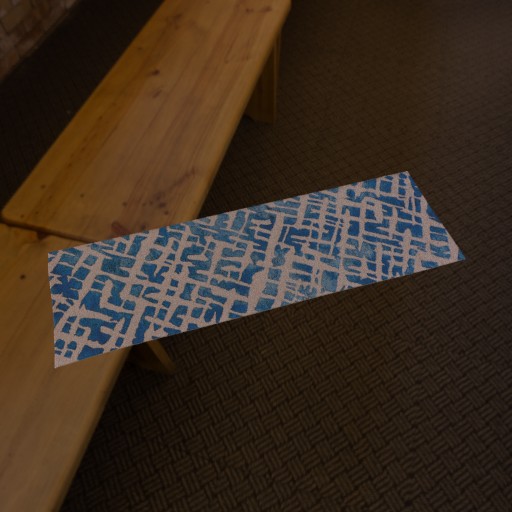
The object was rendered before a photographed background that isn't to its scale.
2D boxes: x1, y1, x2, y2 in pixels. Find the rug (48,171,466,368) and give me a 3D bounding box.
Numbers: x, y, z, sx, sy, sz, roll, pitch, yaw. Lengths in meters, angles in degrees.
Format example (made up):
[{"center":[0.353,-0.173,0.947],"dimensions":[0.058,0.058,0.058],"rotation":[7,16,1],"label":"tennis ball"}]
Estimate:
[{"center":[0.000,0.000,2.719],"dimensions":[2.446,0.011,0.768],"rotation":[-14,57,-9],"label":"rug"}]
